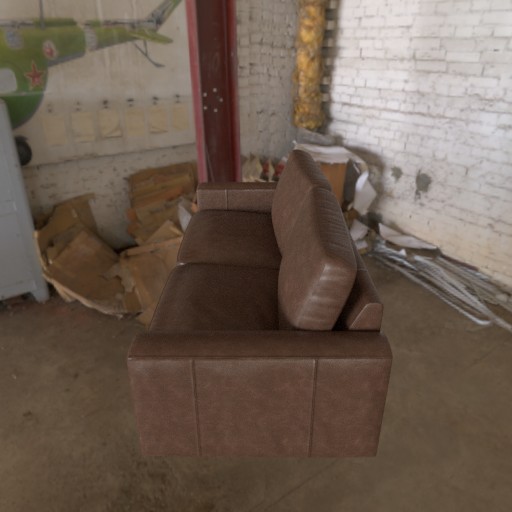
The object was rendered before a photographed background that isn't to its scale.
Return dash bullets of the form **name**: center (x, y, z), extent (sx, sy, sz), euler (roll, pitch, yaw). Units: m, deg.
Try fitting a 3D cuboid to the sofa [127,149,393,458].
- **sofa**: center (0.000, 0.000, 2.633), extent (1.016, 0.873, 2.179), euler (0, 26, 0)
